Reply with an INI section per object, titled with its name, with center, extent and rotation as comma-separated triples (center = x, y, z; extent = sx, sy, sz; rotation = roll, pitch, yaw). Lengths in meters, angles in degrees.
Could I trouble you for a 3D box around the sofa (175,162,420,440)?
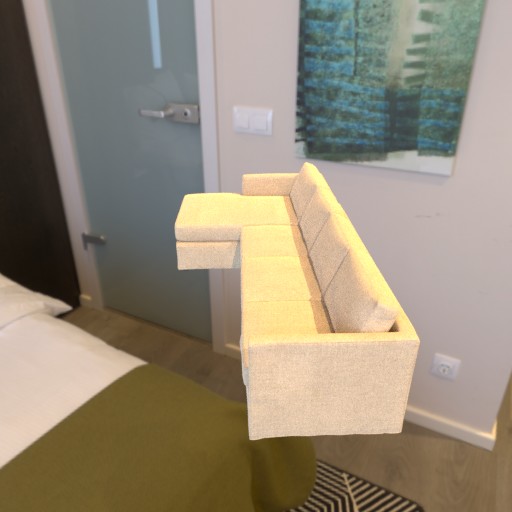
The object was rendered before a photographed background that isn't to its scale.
[sofa]
center = 0.000, 0.000, 3.875
extent = 1.650, 0.922, 3.205
rotation = -1, 27, -2
